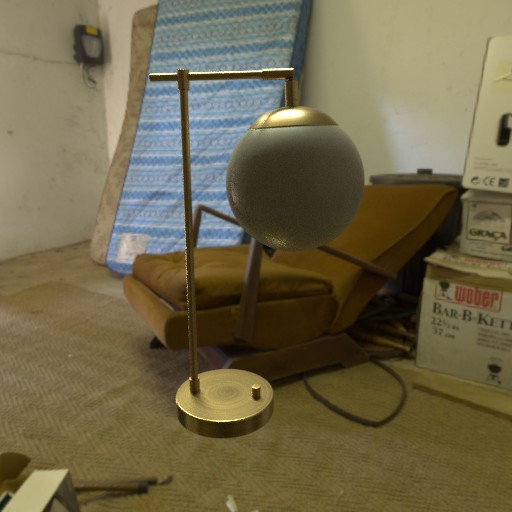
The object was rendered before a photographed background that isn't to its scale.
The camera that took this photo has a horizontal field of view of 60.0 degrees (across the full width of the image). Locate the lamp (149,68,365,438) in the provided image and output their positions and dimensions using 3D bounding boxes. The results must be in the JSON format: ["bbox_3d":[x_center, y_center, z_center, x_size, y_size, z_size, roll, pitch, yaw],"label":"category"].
[{"bbox_3d":[0.000,0.000,0.706,0.324,0.559,0.207,2,14,10],"label":"lamp"}]
